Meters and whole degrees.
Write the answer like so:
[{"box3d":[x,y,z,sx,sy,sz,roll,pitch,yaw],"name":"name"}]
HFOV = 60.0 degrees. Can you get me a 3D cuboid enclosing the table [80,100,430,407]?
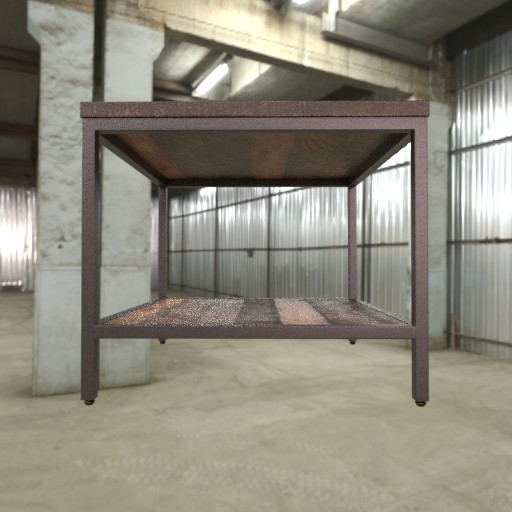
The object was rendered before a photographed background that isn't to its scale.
[{"box3d":[0.000,0.000,0.969,0.553,0.482,0.548,0,-1,1],"name":"table"}]
